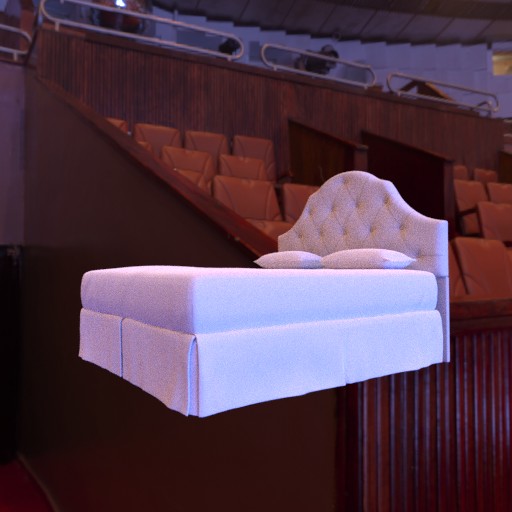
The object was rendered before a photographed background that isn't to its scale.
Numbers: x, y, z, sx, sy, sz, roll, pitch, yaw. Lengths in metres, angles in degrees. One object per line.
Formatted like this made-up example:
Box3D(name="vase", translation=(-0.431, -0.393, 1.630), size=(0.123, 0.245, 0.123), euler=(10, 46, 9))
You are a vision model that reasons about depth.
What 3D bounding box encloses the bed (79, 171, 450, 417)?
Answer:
Box3D(name="bed", translation=(0.000, 0.000, 3.504), size=(2.214, 1.615, 2.008), euler=(1, -2, -37))
